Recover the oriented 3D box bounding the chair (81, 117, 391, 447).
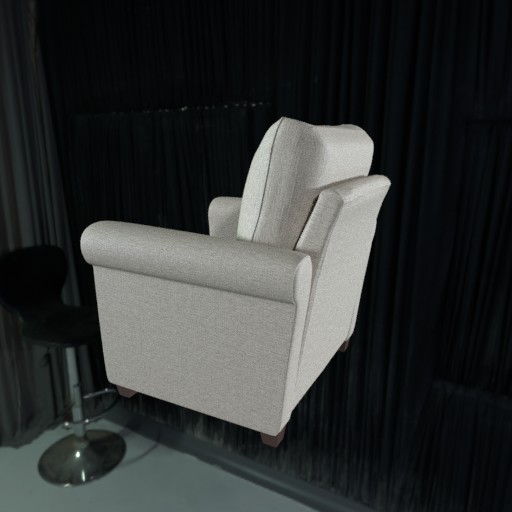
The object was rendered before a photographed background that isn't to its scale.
[{"bbox_3d":[0.000,0.000,2.339,1.180,1.349,1.275,7,16,26],"label":"chair"}]
